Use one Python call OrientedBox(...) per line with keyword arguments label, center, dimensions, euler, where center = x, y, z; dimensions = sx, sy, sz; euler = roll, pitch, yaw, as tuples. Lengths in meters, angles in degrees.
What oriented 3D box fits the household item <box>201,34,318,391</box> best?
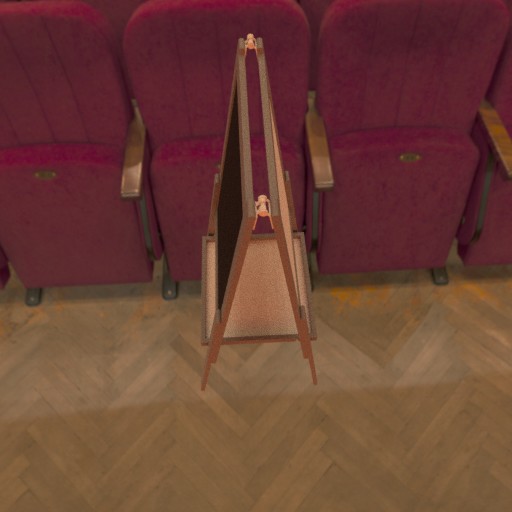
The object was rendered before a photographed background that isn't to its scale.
OrientedBox(label="household item", center=(0.000, 0.000, 1.420), dimensions=(0.469, 1.172, 0.531), euler=(-3, 59, -2))
